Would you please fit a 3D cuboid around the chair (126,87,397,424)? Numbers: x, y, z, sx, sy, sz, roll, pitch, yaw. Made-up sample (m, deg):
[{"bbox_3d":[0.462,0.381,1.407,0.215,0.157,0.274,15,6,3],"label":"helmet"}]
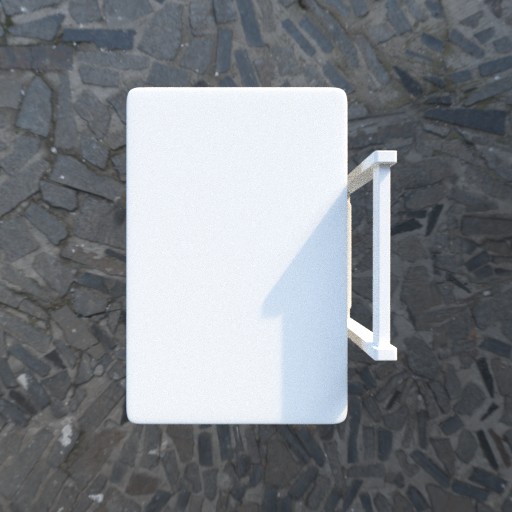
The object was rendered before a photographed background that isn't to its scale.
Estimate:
[{"bbox_3d":[0.000,0.000,1.057,0.461,0.673,0.599,0,90,0],"label":"chair"}]
